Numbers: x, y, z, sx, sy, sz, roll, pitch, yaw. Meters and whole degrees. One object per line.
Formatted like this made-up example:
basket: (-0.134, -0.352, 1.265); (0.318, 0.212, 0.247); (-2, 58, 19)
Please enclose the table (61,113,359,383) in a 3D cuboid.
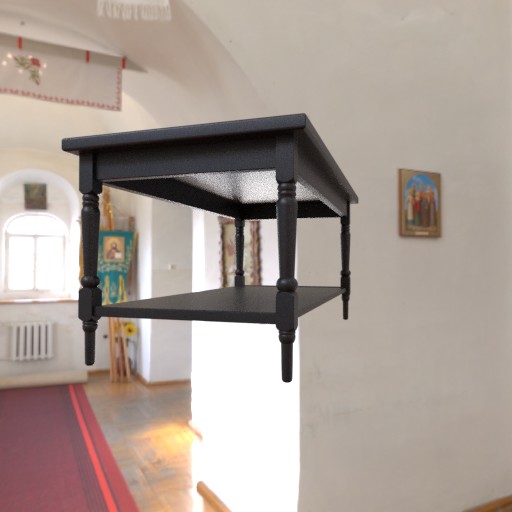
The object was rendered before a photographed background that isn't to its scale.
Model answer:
table: (0.000, 0.000, 1.420); (0.550, 0.510, 1.107); (0, -1, 18)
